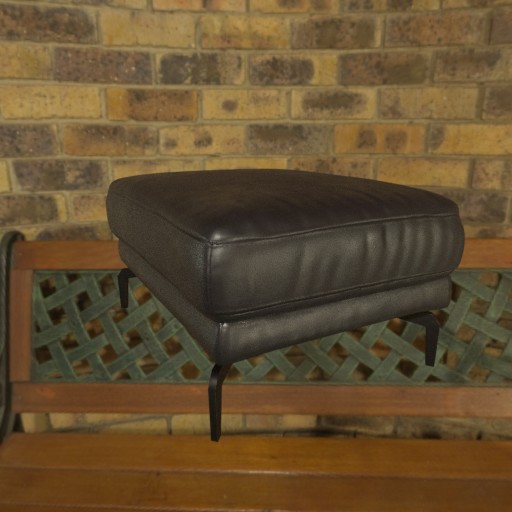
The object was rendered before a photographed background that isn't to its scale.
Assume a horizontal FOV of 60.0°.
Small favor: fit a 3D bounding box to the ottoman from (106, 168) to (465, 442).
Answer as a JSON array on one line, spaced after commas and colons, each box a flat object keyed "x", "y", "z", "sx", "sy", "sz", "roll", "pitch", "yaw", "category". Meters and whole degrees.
[{"x": 0.000, "y": 0.000, "z": 1.075, "sx": 0.570, "sy": 0.402, "sz": 0.764, "roll": -8, "pitch": 17, "yaw": -28, "category": "ottoman"}]
